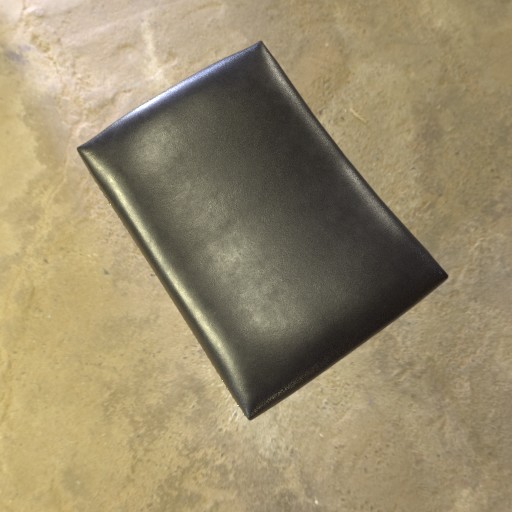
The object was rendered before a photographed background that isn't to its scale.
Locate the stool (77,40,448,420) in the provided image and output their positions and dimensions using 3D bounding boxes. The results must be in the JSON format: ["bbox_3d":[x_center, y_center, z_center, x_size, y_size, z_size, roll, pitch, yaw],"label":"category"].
[{"bbox_3d":[0.000,0.000,0.962,0.372,0.654,0.504,-33,79,-8],"label":"stool"}]
